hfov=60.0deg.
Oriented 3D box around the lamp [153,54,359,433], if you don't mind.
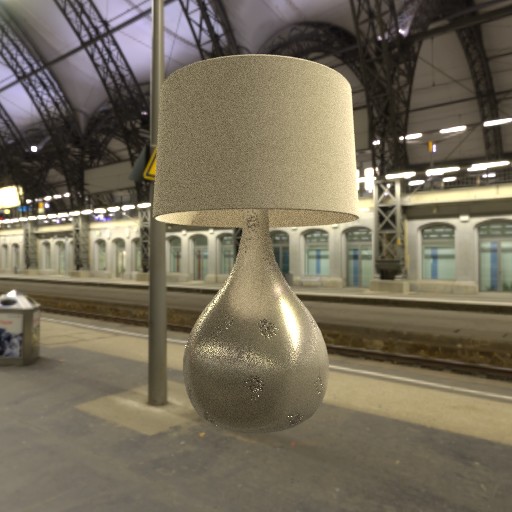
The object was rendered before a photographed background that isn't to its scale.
[{"bbox_3d":[0.000,0.000,0.726,0.330,0.521,0.330,0,-1,0],"label":"lamp"}]
